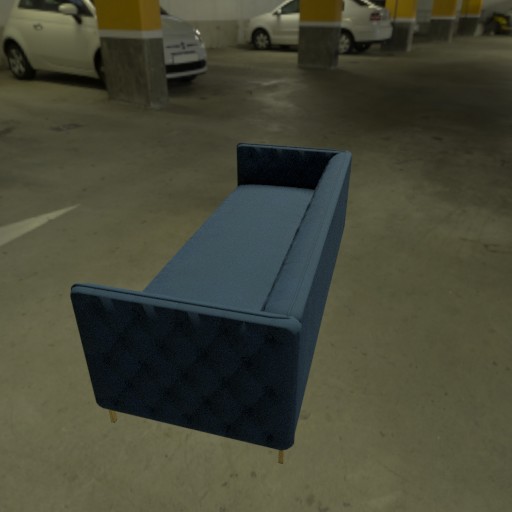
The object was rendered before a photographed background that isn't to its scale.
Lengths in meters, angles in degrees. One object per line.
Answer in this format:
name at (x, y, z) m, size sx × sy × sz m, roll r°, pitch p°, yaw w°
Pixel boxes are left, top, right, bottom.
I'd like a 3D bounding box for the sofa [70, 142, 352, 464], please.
sofa at (0.000, 0.000, 2.637) m, size 0.895 × 0.771 × 2.209 m, roll 8°, pitch 30°, yaw 13°
